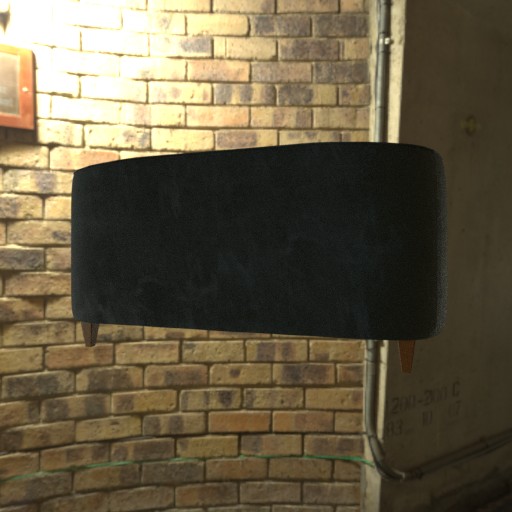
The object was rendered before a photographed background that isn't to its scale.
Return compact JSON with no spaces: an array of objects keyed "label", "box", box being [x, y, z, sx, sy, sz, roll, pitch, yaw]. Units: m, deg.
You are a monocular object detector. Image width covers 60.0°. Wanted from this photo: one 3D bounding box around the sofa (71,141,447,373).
[{"label":"sofa","box":[0.000,0.000,2.202,1.733,0.854,0.941,0,0,19]}]
